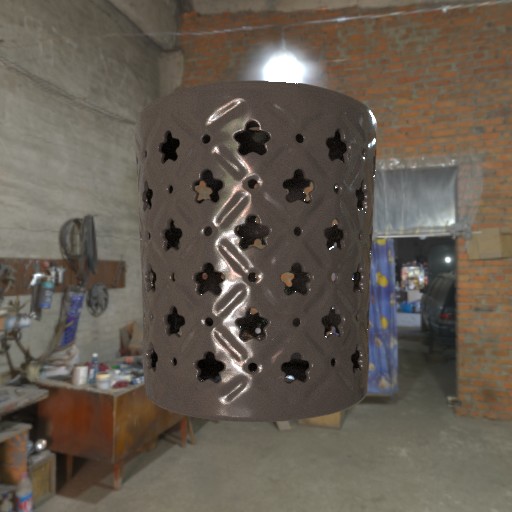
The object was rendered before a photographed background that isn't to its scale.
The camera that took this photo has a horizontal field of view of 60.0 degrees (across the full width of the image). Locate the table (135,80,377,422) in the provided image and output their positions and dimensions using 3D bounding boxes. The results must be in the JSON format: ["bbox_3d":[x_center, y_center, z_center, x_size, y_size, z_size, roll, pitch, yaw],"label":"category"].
[{"bbox_3d":[0.000,0.000,0.656,0.352,0.387,0.352,0,-2,0],"label":"table"}]
